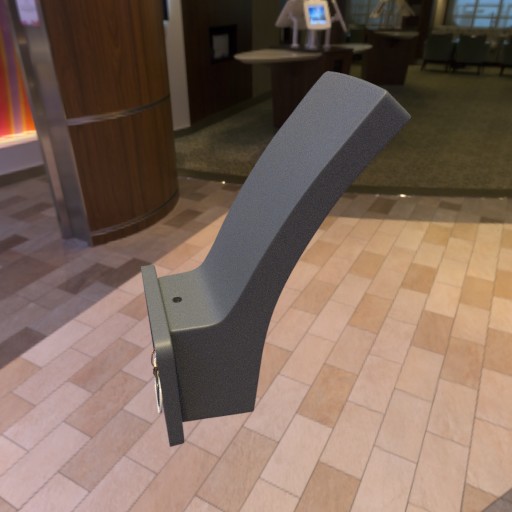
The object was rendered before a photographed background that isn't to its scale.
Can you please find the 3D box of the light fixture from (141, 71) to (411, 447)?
[{"bbox_3d":[0.000,0.000,0.328,0.174,0.243,0.108,-9,32,-15],"label":"light fixture"}]
